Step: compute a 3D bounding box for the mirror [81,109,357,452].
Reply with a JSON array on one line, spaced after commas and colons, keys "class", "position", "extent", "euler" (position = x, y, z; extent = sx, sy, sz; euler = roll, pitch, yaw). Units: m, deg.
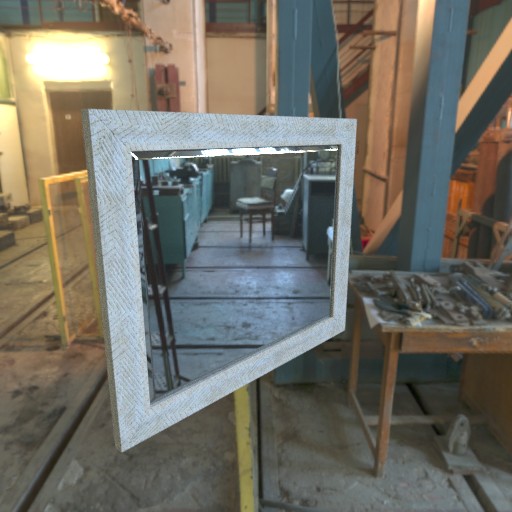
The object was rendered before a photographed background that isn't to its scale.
[{"class": "mirror", "position": [0.000, 0.000, 1.136], "extent": [0.028, 0.689, 0.839], "euler": [15, 21, 42]}]
